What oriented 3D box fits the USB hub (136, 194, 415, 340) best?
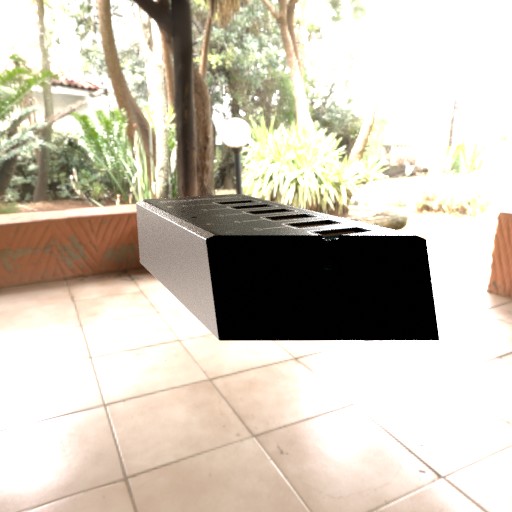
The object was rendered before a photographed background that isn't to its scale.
[{"bbox_3d":[0.000,0.000,0.128,0.044,0.023,0.110,-7,16,-27],"label":"USB hub"}]
